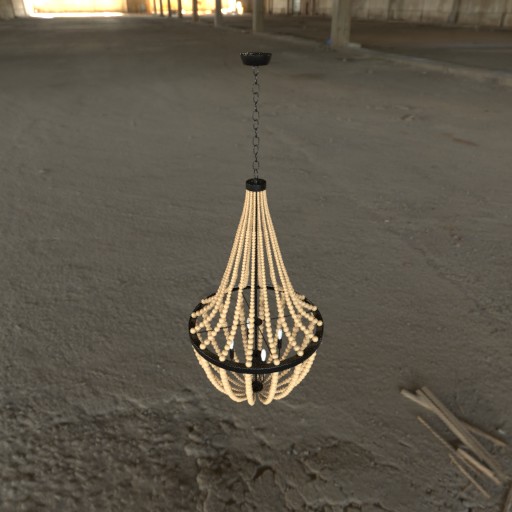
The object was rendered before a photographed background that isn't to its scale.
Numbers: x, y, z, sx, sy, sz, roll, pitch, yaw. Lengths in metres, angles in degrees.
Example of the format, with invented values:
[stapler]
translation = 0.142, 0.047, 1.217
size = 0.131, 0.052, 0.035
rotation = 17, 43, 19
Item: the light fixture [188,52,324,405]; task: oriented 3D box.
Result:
[light fixture]
translation = 0.000, 0.000, 1.360
size = 0.450, 1.133, 0.450
rotation = 0, 30, 0
